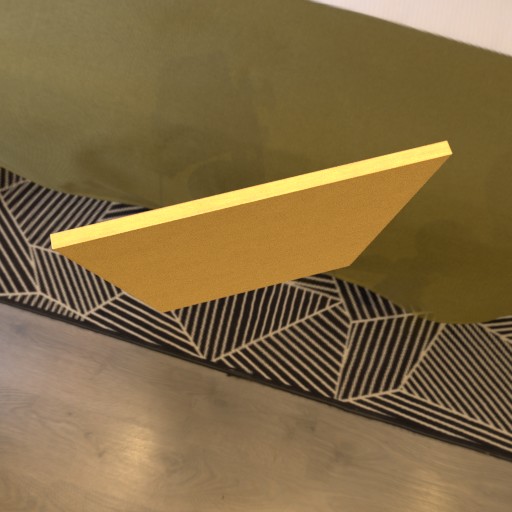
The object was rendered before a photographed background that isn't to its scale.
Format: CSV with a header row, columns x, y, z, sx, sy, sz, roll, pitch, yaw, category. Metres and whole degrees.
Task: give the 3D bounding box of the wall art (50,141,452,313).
x,y,z,sx,sy,sz,roll,pitch,yaw,category
0.000,0.000,1.347,0.798,1.002,0.030,-14,76,-3,wall art
